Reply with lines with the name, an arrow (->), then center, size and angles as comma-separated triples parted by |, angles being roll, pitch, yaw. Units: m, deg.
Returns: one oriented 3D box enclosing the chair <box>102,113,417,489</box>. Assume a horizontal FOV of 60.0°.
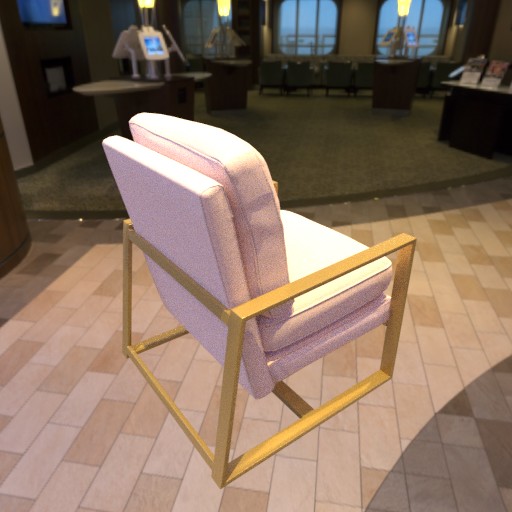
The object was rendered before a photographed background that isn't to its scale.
chair -> 0.000, 0.000, 1.544 | 0.813, 0.956, 0.758 | -19, 33, -32
